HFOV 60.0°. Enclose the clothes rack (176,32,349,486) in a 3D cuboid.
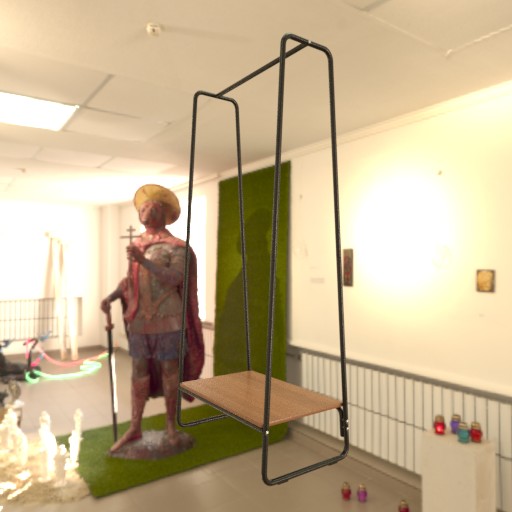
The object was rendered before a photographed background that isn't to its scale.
[{"bbox_3d":[0.000,0.000,1.787,0.400,1.500,0.640,1,-1,-36],"label":"clothes rack"}]
